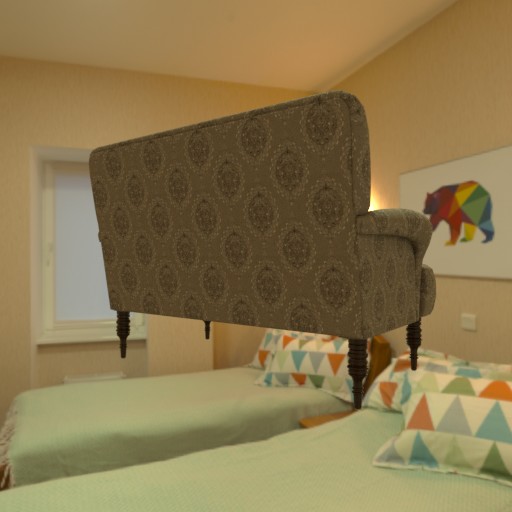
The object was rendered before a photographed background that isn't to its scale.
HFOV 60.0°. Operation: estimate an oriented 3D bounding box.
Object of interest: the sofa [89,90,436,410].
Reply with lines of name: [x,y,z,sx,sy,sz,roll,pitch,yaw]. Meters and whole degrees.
sofa: [0.000,0.000,1.797,1.297,0.889,0.779,0,0,36]
